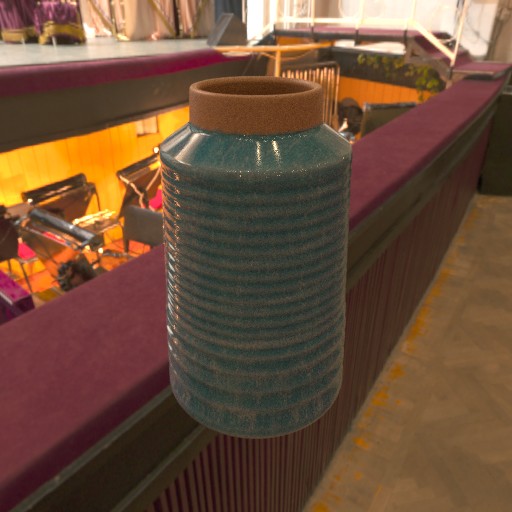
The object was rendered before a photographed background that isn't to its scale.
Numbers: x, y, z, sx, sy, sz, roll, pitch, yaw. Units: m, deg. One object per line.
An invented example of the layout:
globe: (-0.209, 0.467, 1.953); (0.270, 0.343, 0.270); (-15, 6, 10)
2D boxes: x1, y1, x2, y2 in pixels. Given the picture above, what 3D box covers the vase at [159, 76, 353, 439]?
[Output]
vase: (0.000, 0.000, 0.367); (0.163, 0.267, 0.163); (0, 29, 0)
